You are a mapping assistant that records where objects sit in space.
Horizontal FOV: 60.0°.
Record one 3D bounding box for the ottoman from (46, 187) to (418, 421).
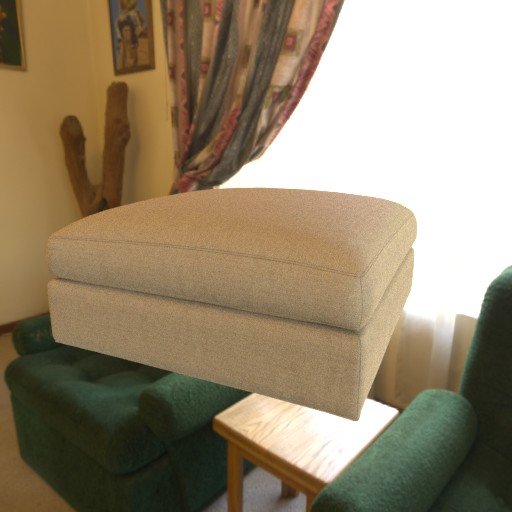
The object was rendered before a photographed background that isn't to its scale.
[{"bbox_3d":[0.000,0.000,1.649,1.041,0.470,1.041,7,16,25],"label":"ottoman"}]
